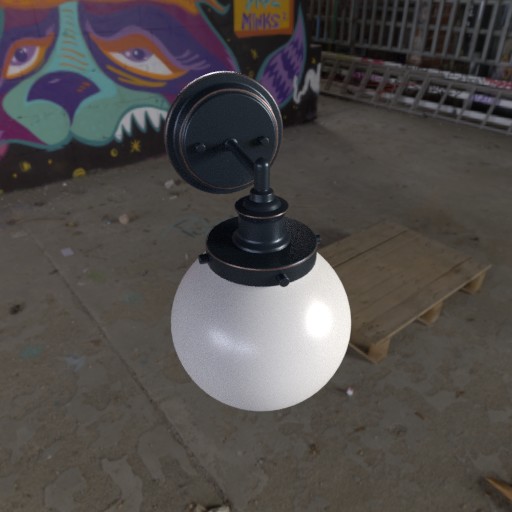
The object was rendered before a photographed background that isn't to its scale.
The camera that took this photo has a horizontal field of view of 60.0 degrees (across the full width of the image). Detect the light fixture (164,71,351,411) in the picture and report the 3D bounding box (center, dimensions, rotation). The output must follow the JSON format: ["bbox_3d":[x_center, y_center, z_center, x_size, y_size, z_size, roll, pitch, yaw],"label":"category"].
[{"bbox_3d":[0.000,0.000,0.470,0.197,0.332,0.230,-10,33,-16],"label":"light fixture"}]
